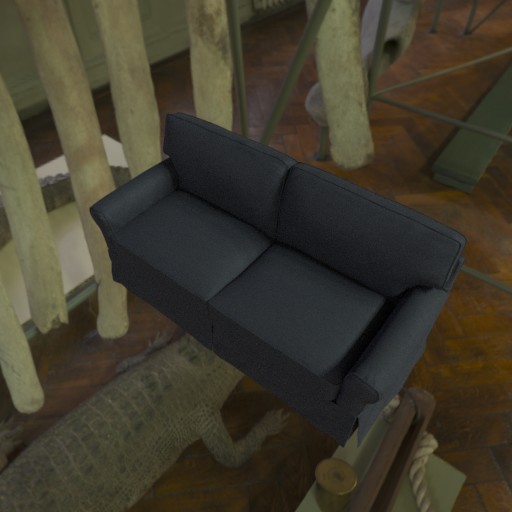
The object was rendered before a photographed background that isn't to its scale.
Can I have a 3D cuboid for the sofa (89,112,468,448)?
[{"bbox_3d":[0.000,0.000,2.876,2.256,1.094,0.983,30,53,25],"label":"sofa"}]
